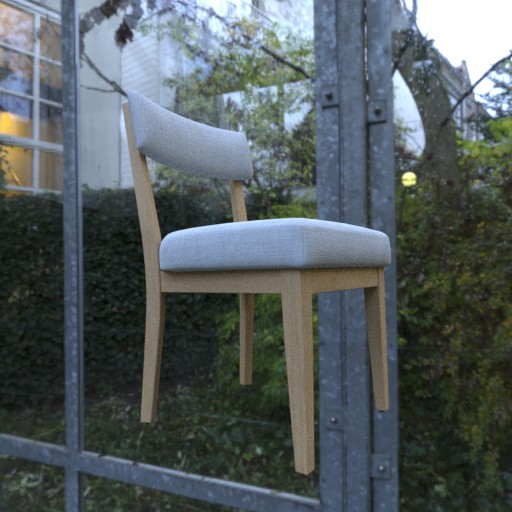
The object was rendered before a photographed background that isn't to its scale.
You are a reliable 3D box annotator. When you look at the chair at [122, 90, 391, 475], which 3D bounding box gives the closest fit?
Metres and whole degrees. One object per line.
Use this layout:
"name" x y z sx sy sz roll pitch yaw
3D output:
"chair" 0.000 0.000 1.166 0.572 0.832 0.508 -1 -1 35
